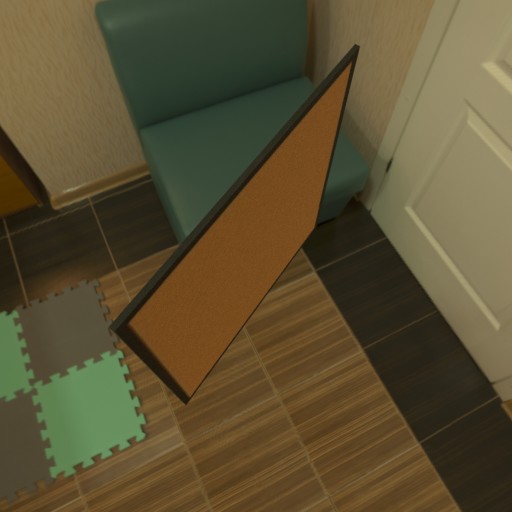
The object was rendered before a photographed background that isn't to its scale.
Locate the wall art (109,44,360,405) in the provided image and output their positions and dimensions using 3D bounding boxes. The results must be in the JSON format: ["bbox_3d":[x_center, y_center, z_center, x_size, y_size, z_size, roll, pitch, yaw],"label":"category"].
[{"bbox_3d":[0.000,0.000,1.240,0.013,0.823,0.823,32,68,15],"label":"wall art"}]
